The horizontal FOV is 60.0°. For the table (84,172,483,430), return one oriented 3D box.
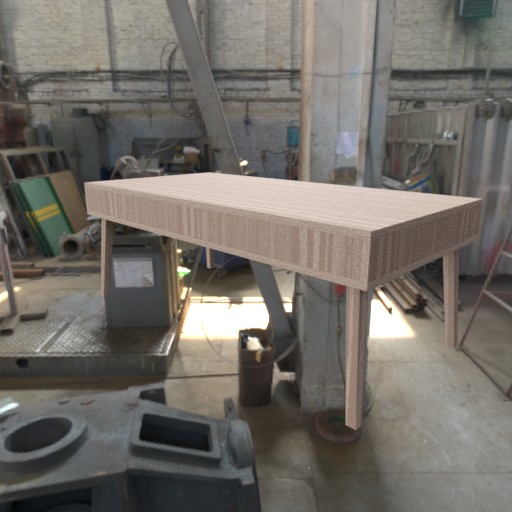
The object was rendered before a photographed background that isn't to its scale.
[{"bbox_3d":[0.000,0.000,1.503,1.200,0.450,0.600,15,21,43],"label":"table"}]
